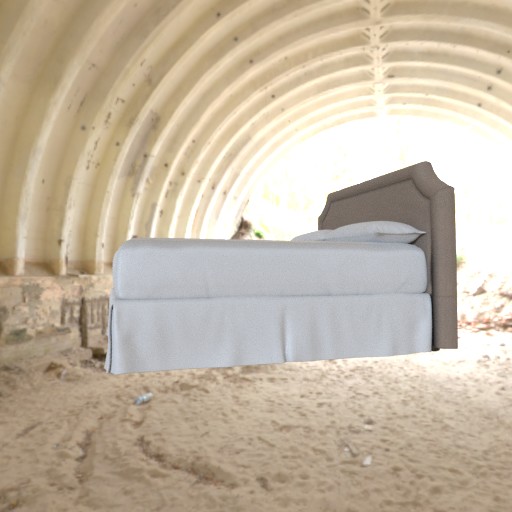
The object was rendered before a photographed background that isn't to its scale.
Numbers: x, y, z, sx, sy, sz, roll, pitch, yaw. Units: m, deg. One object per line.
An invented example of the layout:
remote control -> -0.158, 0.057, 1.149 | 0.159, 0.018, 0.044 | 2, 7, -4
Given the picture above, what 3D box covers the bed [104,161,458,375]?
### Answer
bed -> 0.000, 0.000, 3.385 | 2.164, 1.303, 1.828 | 0, -2, -18
